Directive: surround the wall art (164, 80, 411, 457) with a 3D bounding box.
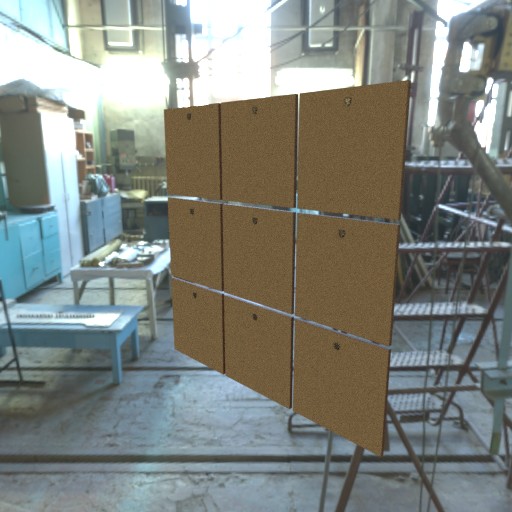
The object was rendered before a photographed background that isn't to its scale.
[{"bbox_3d":[0.000,0.000,1.808,1.221,1.218,0.024,13,18,43],"label":"wall art"}]
